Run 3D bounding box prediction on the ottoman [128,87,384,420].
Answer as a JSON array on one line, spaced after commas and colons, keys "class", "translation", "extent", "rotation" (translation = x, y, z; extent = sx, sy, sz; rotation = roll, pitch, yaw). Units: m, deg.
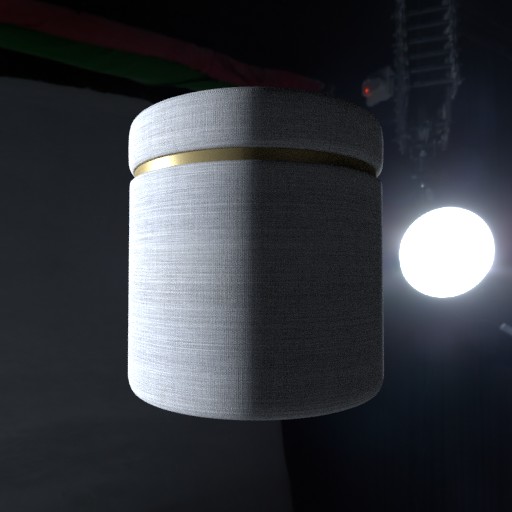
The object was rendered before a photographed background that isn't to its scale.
[{"class": "ottoman", "translation": [0.000, 0.000, 0.719], "extent": [0.400, 0.406, 0.400], "rotation": [0, -2, 0]}]
